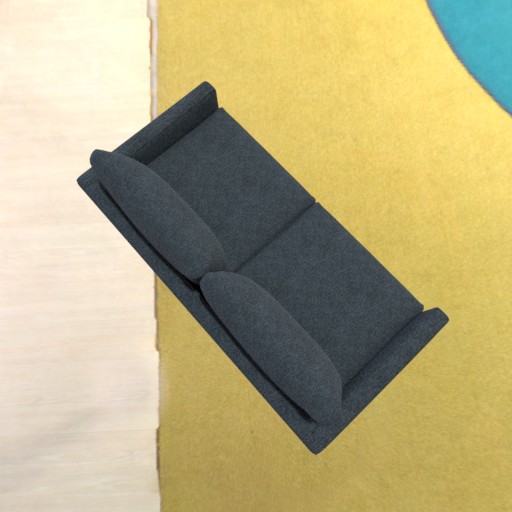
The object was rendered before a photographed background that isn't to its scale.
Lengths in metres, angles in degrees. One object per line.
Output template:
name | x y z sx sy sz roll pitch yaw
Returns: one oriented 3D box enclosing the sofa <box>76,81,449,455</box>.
sofa | 0.000 0.000 2.254 0.866 0.862 1.716 -41 79 -10
